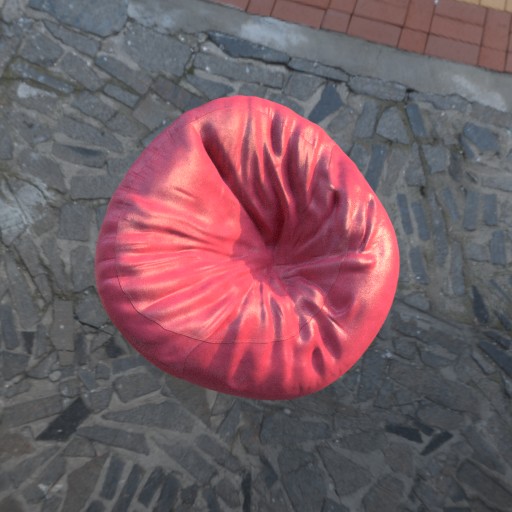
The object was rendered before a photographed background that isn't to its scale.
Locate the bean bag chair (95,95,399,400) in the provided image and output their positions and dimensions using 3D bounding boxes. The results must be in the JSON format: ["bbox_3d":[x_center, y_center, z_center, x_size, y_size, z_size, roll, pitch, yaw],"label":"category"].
[{"bbox_3d":[0.000,0.000,2.413,1.524,0.878,1.524,33,78,8],"label":"bean bag chair"}]
